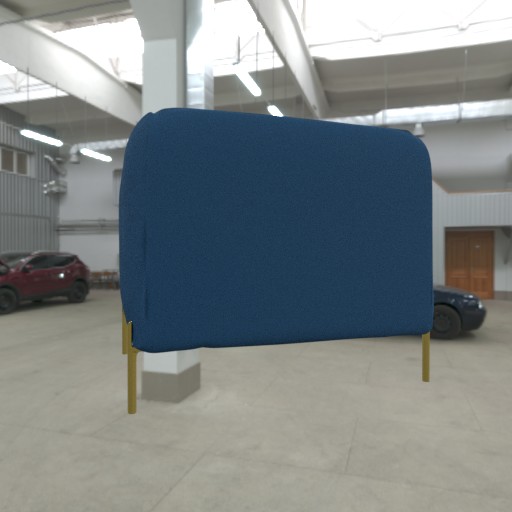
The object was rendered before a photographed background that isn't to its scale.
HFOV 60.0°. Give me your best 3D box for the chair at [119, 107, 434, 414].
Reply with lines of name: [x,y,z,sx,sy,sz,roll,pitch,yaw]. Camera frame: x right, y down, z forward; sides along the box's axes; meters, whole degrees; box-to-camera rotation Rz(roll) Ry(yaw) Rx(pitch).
chair: [0.000,0.000,1.615,0.947,0.793,0.877,0,1,-18]
